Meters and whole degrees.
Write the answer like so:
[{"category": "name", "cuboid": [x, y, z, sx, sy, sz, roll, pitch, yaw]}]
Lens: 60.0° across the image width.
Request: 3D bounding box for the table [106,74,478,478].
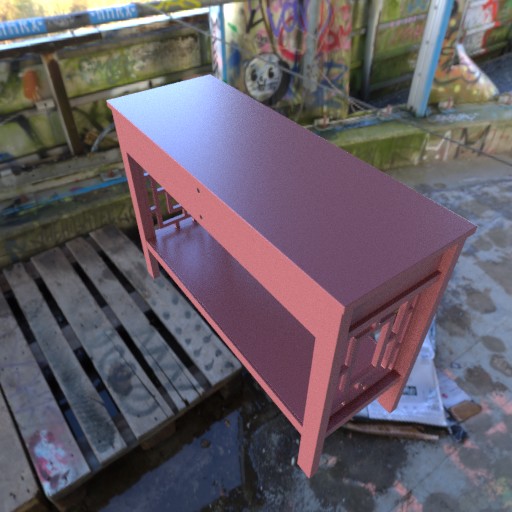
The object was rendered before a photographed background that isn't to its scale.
[{"category": "table", "cuboid": [0.000, 0.000, 1.418, 0.397, 0.753, 1.068, -26, 48, -26]}]
